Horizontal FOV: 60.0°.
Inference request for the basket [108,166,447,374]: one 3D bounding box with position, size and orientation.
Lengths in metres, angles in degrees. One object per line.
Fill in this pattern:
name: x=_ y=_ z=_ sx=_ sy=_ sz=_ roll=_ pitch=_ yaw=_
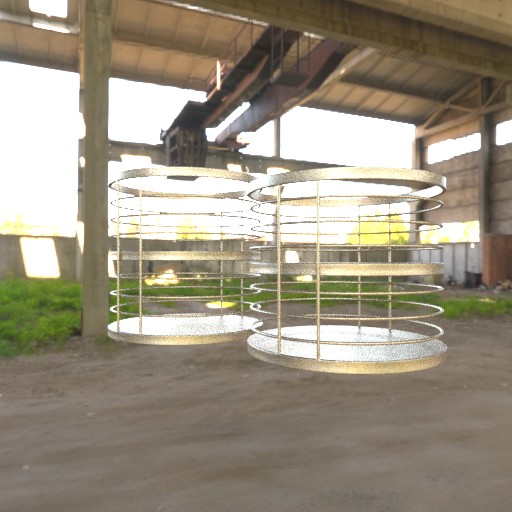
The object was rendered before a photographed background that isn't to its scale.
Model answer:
basket: x=0.000 y=0.000 z=0.935 sx=0.746 sy=0.351 sz=0.356 roll=0 pitch=-1 yaw=34
